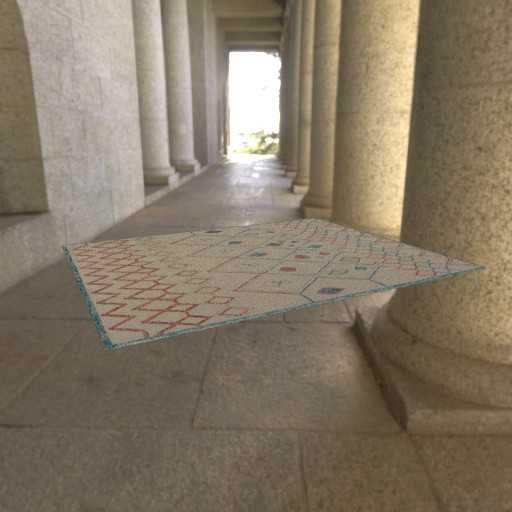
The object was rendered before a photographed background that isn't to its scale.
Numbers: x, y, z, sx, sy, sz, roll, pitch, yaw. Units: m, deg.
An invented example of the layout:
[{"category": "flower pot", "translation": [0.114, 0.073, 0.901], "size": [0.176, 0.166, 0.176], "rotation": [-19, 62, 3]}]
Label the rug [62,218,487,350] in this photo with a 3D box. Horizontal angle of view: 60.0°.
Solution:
[{"category": "rug", "translation": [0.000, 0.000, 4.018], "size": [3.050, 0.016, 2.441], "rotation": [-8, 18, -27]}]
